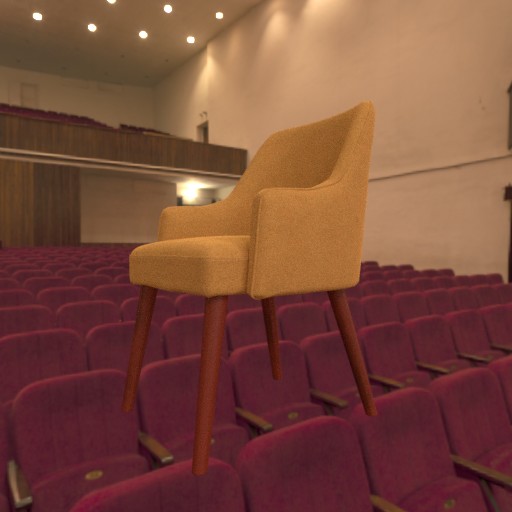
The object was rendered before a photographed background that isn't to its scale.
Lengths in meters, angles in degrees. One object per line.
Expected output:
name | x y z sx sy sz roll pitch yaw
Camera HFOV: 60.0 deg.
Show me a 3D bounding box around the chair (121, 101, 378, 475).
chair | 0.000 0.000 1.211 0.605 0.849 0.548 -1 1 -36
